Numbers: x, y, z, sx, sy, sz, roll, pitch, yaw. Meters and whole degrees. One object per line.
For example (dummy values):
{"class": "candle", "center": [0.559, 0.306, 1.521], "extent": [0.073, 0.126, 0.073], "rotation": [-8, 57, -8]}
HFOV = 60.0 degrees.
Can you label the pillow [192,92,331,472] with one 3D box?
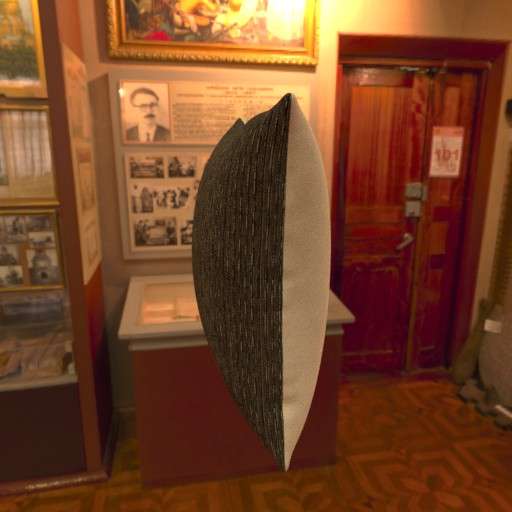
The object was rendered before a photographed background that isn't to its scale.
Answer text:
{"class": "pillow", "center": [0.000, 0.000, 0.686], "extent": [0.196, 0.434, 0.433], "rotation": [-2, 14, -9]}
